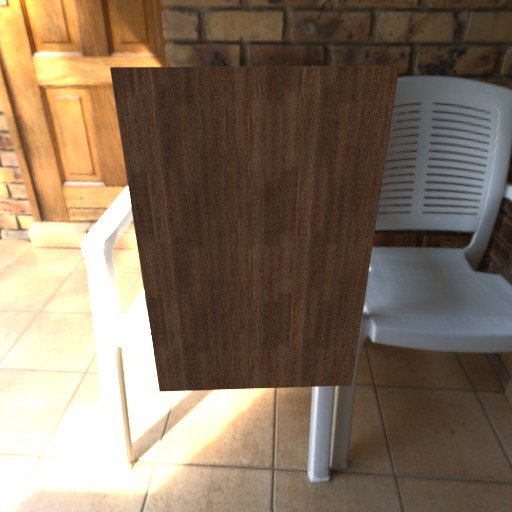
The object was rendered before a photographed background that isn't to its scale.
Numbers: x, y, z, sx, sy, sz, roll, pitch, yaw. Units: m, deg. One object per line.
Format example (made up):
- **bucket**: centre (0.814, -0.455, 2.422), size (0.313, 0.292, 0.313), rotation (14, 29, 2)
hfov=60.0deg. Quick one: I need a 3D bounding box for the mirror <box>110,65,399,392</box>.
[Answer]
- **mirror**: centre (0.000, 0.000, 1.268), size (0.651, 1.010, 0.047), rotation (-1, 30, -2)
